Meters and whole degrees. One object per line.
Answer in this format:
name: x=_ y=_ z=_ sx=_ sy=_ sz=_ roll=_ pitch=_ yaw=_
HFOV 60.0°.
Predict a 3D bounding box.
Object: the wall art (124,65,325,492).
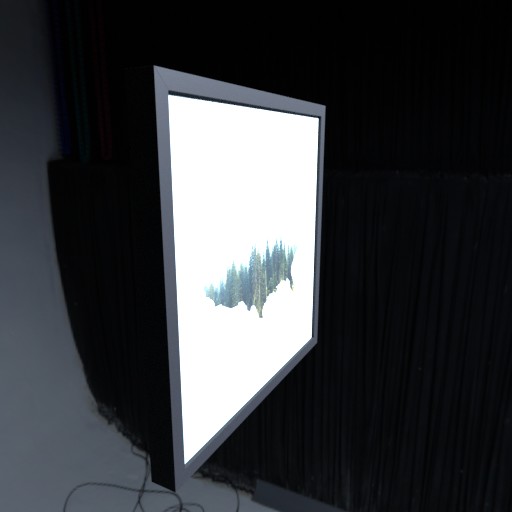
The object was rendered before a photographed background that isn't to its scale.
wall art: x=0.000 y=0.000 z=0.733 sx=0.040 sy=0.509 sz=0.509 roll=7 pitch=16 yaw=27
